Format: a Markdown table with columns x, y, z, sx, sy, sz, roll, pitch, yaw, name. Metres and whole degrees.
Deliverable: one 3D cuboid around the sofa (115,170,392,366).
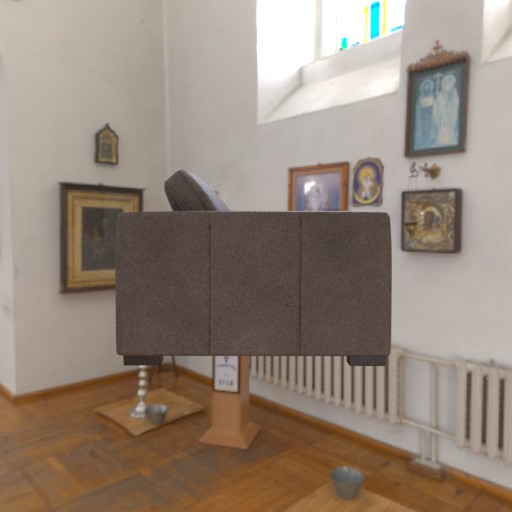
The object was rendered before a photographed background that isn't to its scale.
| x | y | z | sx | sy | sz | roll | pitch | yaw | name |
| --- | --- | --- | --- | --- | --- | --- | --- | --- | --- |
| 0.000 | 0.000 | 2.779 | 1.070 | 0.801 | 2.262 | 0 | 1 | 1 | sofa |
